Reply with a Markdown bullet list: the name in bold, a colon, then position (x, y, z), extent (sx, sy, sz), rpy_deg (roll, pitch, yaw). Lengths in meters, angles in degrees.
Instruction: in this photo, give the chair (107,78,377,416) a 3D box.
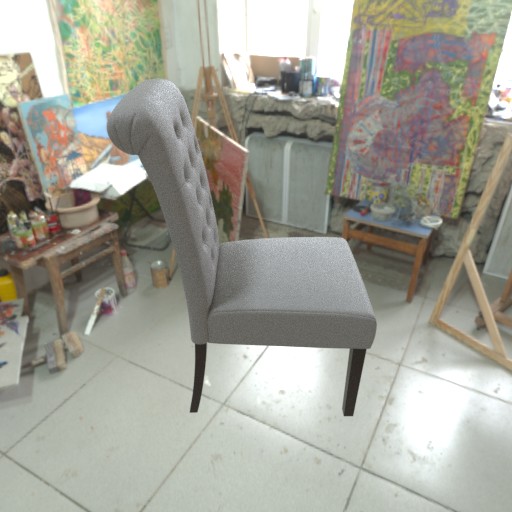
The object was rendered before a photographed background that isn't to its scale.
- **chair**: position (0.000, 0.000, 1.379), extent (0.671, 1.006, 0.456), rpy_deg (0, 31, 0)
